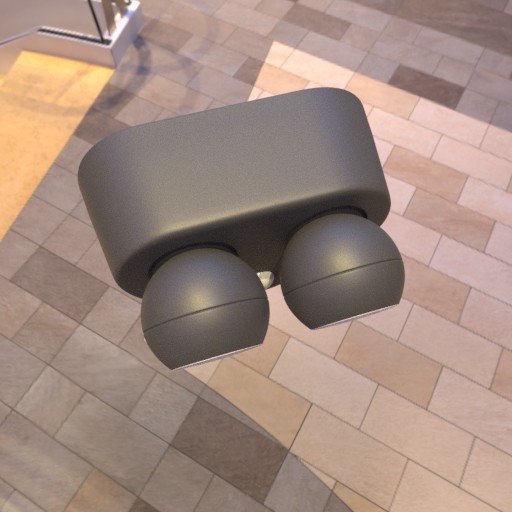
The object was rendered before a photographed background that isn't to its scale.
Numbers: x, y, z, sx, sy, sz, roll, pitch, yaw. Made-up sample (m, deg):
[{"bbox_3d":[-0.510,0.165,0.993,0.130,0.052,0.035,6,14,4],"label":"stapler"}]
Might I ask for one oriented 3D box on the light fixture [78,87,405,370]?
[{"bbox_3d":[0.000,0.000,0.337,0.229,0.159,0.159,-15,64,-7],"label":"light fixture"}]
